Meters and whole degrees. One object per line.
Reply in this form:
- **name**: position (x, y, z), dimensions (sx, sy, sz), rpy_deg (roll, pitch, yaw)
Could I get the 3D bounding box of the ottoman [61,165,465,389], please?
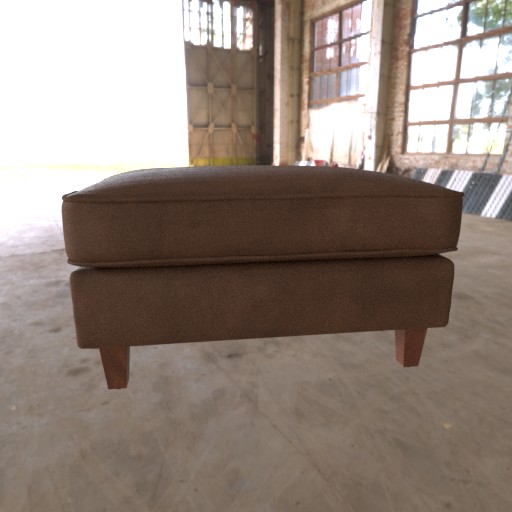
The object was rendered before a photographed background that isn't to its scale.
- **ottoman**: position (0.000, 0.000, 1.213), dimensions (0.860, 0.481, 0.596), rpy_deg (-2, 15, -8)
